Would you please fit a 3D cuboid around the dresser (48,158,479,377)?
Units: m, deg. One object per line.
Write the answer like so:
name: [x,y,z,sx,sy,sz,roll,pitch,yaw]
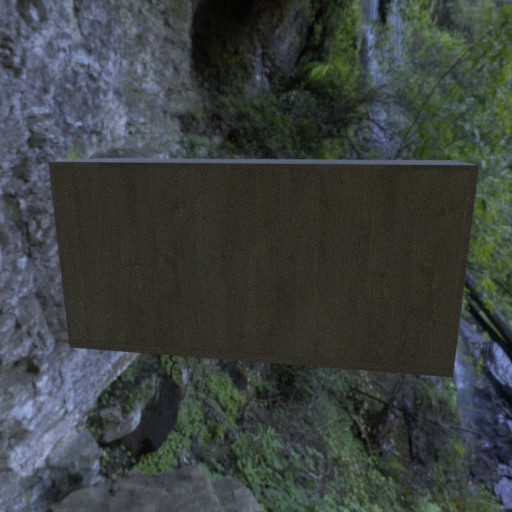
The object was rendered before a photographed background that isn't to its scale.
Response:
dresser: [0.000,0.000,1.895,1.590,0.795,0.390,2,15,9]
